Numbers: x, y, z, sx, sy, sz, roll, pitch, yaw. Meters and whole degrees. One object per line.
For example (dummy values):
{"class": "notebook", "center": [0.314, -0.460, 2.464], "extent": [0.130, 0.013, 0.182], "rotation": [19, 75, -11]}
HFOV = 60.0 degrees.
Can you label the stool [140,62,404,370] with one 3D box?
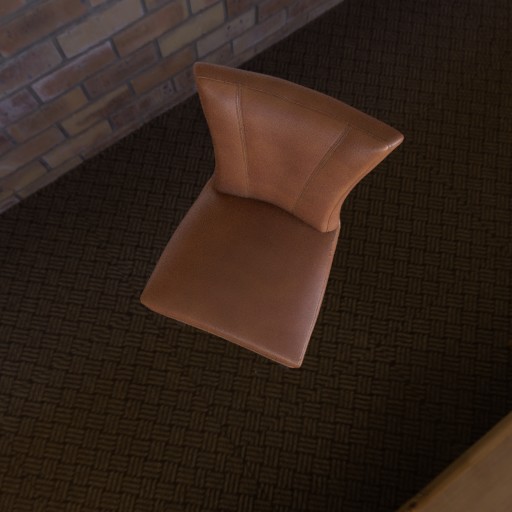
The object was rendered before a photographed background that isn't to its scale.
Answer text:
{"class": "stool", "center": [0.000, 0.000, 1.459], "extent": [0.522, 1.094, 0.585], "rotation": [21, 76, 5]}
